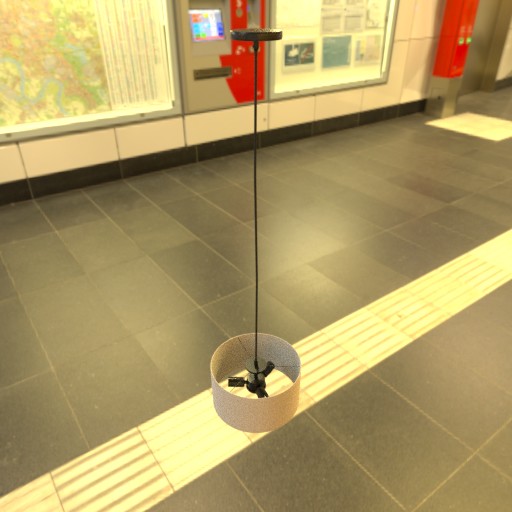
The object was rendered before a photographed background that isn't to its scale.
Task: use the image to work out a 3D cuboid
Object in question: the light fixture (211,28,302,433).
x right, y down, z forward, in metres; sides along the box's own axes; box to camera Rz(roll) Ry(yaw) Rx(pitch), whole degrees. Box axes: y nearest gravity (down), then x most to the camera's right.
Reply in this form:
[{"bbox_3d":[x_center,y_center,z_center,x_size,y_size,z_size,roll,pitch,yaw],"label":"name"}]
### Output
[{"bbox_3d":[0.000,0.000,1.667,0.399,1.516,0.399,0,31,0],"label":"light fixture"}]
